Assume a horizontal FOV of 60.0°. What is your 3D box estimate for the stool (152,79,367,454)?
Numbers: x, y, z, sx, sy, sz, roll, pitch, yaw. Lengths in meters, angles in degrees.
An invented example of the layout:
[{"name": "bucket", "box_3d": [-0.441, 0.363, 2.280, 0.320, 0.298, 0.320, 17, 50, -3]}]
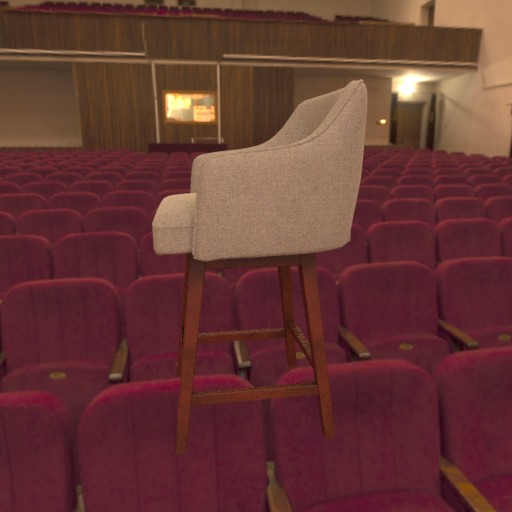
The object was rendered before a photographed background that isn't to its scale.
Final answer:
[{"name": "stool", "box_3d": [0.000, 0.000, 1.304, 0.558, 0.944, 0.599, -2, 13, -9]}]
